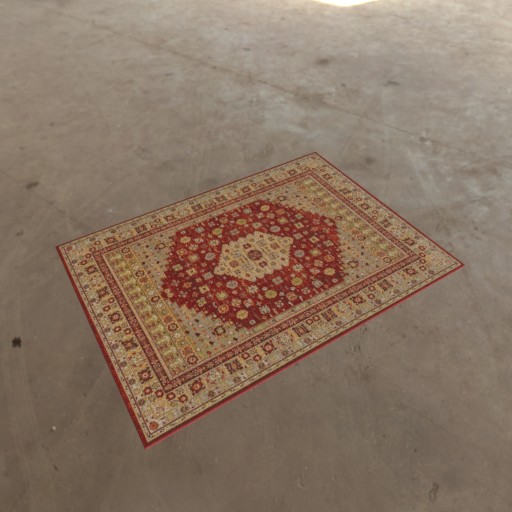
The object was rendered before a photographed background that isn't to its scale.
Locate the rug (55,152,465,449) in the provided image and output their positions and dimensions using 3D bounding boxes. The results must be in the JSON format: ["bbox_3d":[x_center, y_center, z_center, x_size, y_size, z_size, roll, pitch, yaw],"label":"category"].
[{"bbox_3d":[0.000,0.000,2.942,2.211,0.013,1.593,-24,50,-22],"label":"rug"}]
